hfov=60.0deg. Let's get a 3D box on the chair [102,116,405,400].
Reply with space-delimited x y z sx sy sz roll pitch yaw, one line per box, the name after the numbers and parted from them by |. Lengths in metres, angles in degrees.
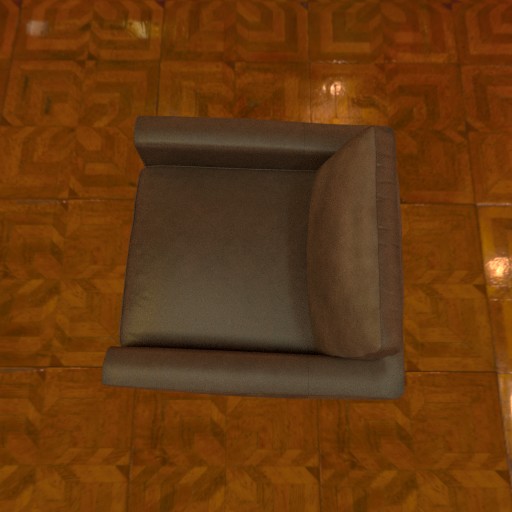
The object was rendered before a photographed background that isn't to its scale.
0.000 0.000 1.807 1.069 0.812 1.100 3 75 1 | chair
